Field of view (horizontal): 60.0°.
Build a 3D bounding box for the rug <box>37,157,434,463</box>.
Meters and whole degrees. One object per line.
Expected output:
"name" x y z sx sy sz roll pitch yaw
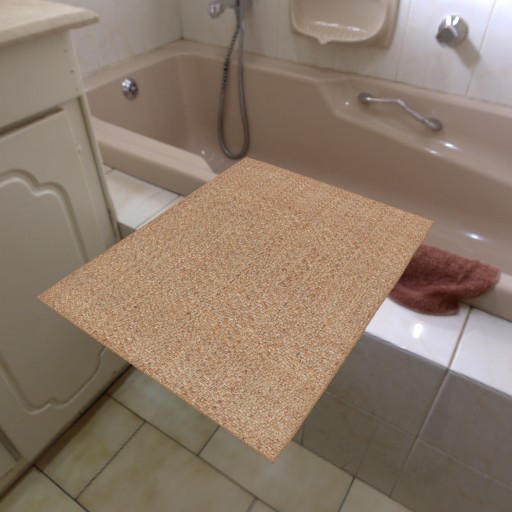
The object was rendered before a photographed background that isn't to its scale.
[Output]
"rug" 0.000 0.000 4.164 2.439 0.013 3.048 25 46 26
